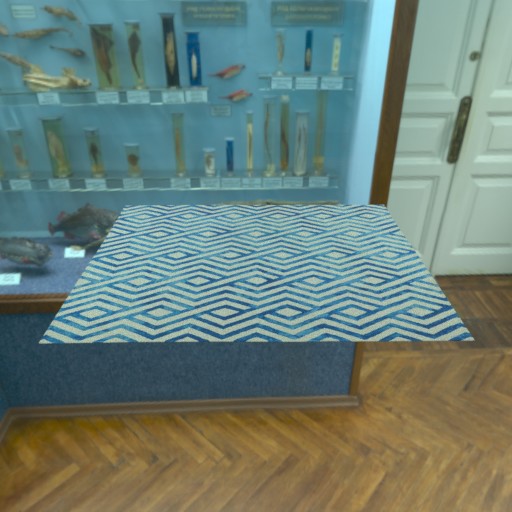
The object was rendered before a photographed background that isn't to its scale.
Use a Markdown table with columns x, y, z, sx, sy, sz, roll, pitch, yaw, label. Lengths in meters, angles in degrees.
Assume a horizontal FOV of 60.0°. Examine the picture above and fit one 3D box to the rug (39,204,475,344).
| x | y | z | sx | sy | sz | roll | pitch | yaw | label |
| --- | --- | --- | --- | --- | --- | --- | --- | --- | --- |
| 0.000 | 0.000 | 4.174 | 3.059 | 0.008 | 2.453 | 0 | 29 | 0 | rug |
